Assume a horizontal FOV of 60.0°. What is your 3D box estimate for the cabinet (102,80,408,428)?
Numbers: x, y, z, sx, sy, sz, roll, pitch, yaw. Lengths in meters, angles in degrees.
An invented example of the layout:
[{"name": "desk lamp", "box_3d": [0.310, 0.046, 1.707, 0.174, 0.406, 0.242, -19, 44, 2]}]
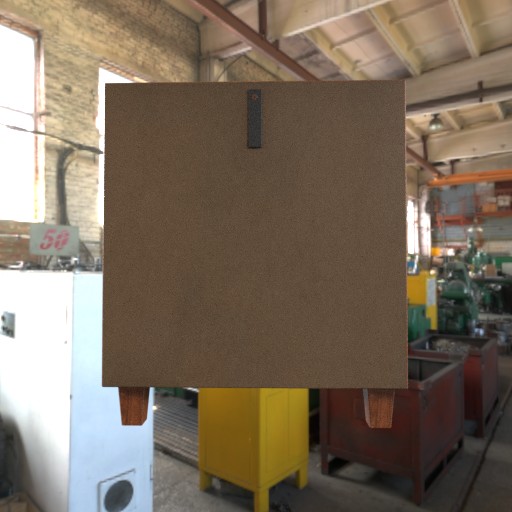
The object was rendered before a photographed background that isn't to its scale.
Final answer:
[{"name": "cabinet", "box_3d": [0.000, 0.000, 1.082, 0.607, 0.695, 0.410, 0, -1, 1]}]
